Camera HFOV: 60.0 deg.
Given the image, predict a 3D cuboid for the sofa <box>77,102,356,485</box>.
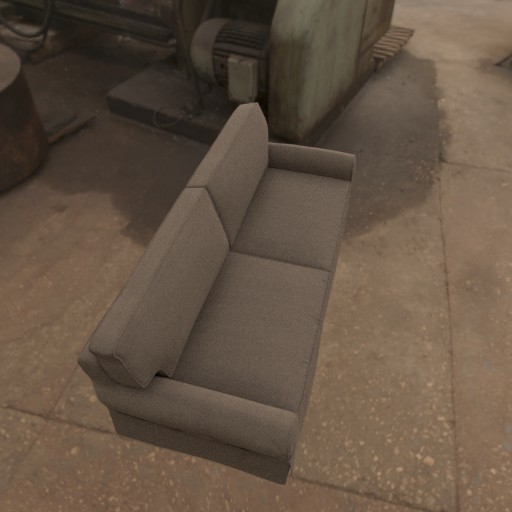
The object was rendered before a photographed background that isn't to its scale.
[{"bbox_3d":[0.000,0.000,2.690,0.991,0.943,2.248,12,47,11],"label":"sofa"}]
